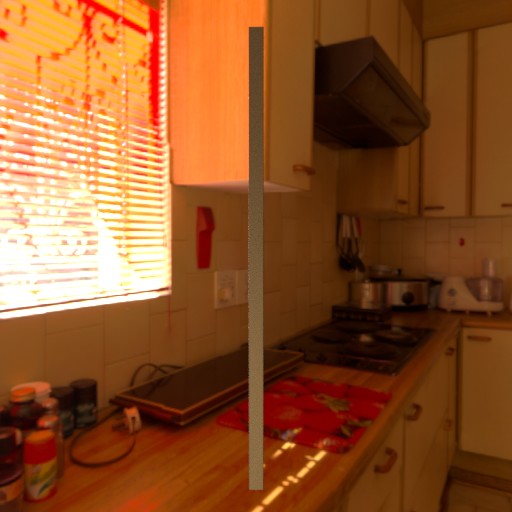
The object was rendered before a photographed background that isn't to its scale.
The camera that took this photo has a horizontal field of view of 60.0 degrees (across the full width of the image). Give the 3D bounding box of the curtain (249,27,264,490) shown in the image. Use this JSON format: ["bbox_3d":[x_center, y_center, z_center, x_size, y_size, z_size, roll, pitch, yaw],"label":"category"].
[{"bbox_3d":[0.000,0.000,0.801,0.027,0.585,0.483,0,2,1],"label":"curtain"}]
